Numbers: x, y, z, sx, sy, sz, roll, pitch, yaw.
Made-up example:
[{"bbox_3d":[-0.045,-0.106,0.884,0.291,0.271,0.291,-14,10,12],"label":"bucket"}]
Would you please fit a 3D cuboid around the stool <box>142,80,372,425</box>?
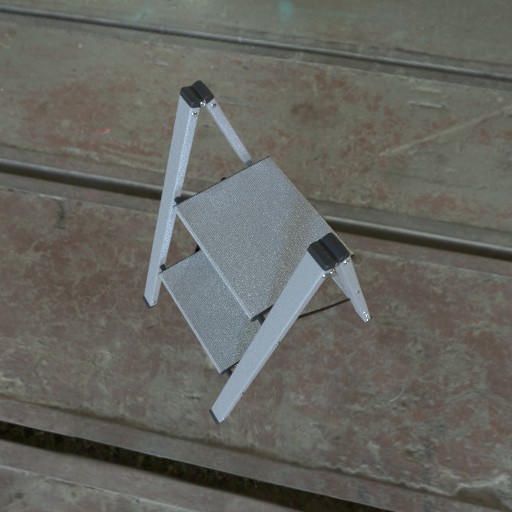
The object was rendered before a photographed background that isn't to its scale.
[{"bbox_3d":[0.000,0.000,1.022,0.535,0.670,0.440,-31,67,-15],"label":"stool"}]
